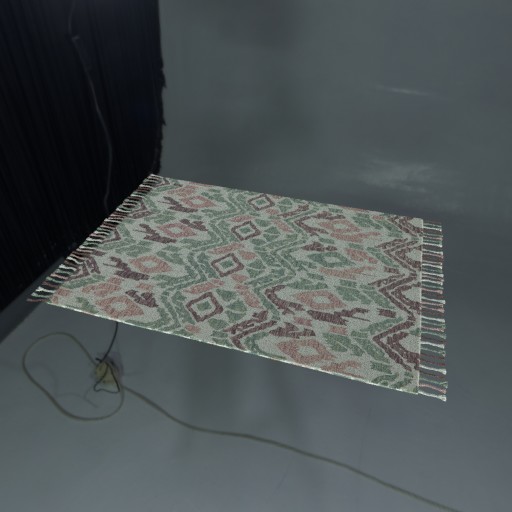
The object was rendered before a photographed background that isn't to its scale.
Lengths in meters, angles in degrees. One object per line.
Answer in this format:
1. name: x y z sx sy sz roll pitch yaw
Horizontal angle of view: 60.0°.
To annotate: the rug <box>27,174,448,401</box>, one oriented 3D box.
1. rug: 0.000 0.000 2.258 1.829 0.010 1.219 11 41 13
